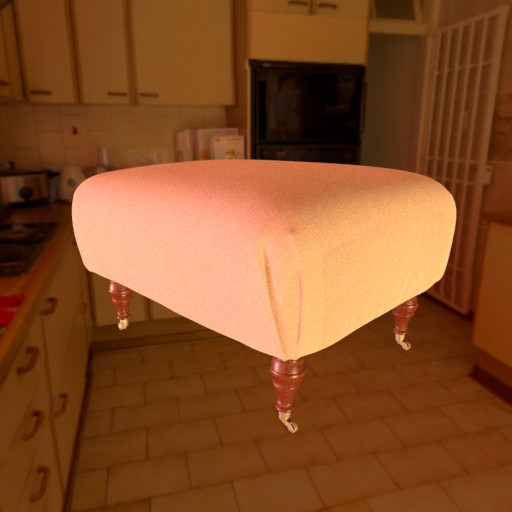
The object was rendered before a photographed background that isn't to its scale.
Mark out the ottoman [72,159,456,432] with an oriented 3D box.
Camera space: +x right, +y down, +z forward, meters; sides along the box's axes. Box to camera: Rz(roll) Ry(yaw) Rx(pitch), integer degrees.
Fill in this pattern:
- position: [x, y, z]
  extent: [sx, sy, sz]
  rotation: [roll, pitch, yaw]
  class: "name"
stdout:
- position: [0.000, 0.000, 1.075]
  extent: [0.746, 0.450, 0.622]
  rotation: [15, 22, 42]
  class: "ottoman"
